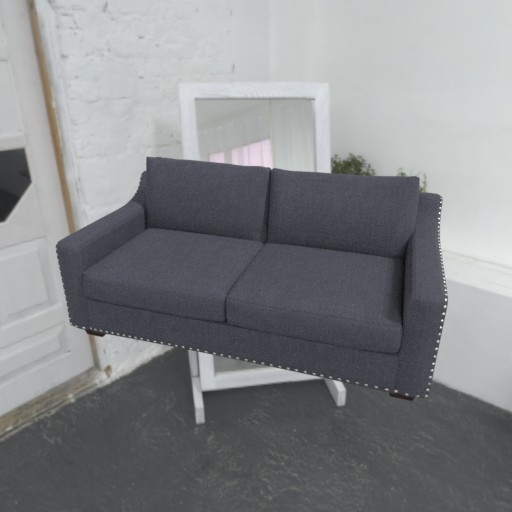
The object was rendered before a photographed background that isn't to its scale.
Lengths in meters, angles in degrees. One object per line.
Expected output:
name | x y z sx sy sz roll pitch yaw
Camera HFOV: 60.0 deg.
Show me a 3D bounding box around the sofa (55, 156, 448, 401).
sofa | 0.000 0.000 3.312 2.550 1.196 1.336 8 26 16
